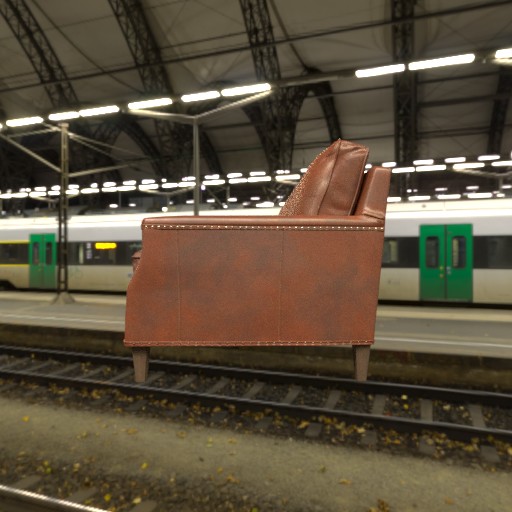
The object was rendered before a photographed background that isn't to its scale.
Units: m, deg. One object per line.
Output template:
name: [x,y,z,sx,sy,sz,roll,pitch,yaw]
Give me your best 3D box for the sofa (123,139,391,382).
sofa: [0.000,0.000,2.841,1.084,1.003,2.240,0,0,-1]
